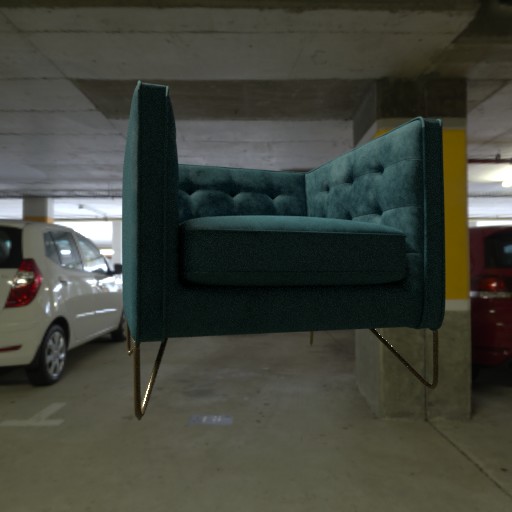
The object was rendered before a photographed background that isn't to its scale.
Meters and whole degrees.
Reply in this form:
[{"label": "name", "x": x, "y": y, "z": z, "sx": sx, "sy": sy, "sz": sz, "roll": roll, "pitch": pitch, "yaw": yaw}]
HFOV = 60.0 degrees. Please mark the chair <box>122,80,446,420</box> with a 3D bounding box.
[{"label": "chair", "x": 0.000, "y": 0.000, "z": 1.531, "sx": 0.880, "sy": 0.790, "sz": 0.894, "roll": 1, "pitch": -2, "yaw": -18}]
